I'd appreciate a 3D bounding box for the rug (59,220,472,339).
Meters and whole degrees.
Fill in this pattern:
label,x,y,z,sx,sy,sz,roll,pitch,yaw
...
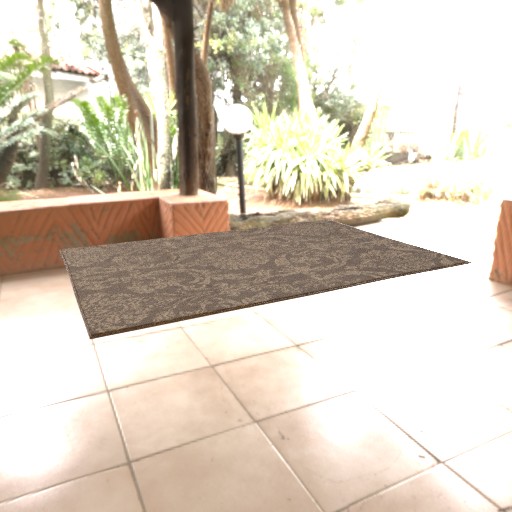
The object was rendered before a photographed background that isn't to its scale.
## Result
label,x,y,z,sx,sy,sz,roll,pitch,yaw
rug,0.000,0.000,2.337,1.824,0.012,1.206,-8,18,-26
